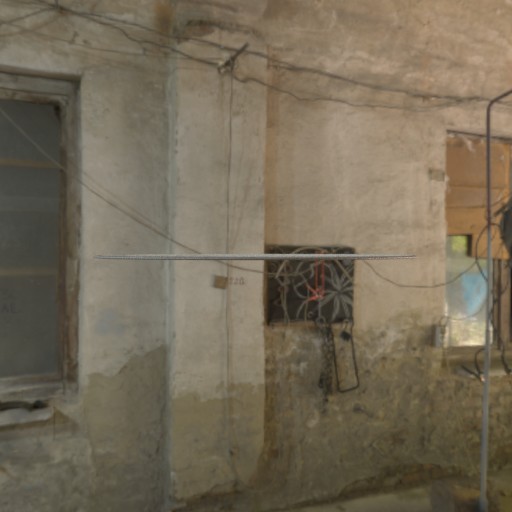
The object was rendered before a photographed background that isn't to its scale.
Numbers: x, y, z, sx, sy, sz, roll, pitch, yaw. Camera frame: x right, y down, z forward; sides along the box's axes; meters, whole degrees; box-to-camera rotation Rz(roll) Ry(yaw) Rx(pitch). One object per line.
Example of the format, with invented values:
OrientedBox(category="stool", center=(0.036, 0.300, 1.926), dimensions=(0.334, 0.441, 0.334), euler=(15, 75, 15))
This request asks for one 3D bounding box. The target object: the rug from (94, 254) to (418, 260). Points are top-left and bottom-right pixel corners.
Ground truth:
OrientedBox(category="rug", center=(0.000, 0.000, 2.316), dimensions=(1.593, 0.012, 1.593), euler=(0, 1, 0))
